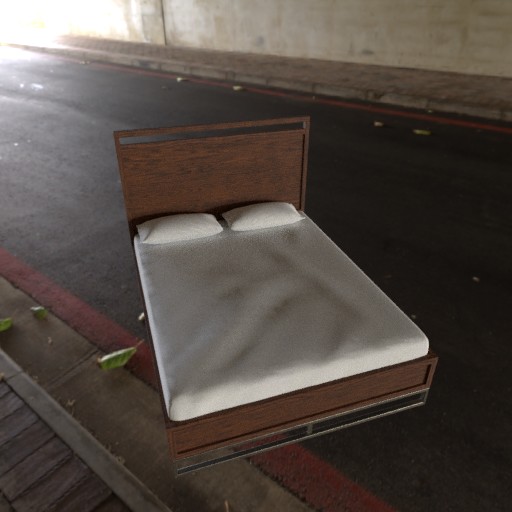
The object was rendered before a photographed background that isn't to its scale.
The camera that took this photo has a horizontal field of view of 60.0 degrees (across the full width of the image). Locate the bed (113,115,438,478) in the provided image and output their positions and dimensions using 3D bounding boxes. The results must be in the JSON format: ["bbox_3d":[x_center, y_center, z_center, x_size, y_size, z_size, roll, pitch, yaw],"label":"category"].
[{"bbox_3d":[0.000,0.000,3.384,1.765,1.487,2.218,-10,32,-16],"label":"bed"}]
